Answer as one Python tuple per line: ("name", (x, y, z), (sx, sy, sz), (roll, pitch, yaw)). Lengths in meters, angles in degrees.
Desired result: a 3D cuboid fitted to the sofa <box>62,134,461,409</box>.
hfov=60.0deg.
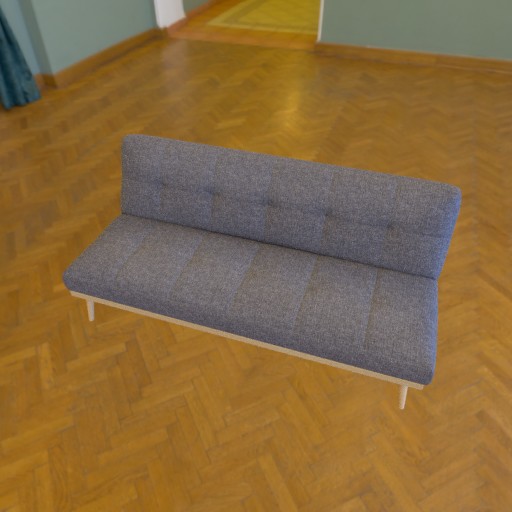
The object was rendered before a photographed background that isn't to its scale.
("sofa", (0.000, 0.000, 2.266), (1.820, 0.770, 0.820), (12, 42, 14))
